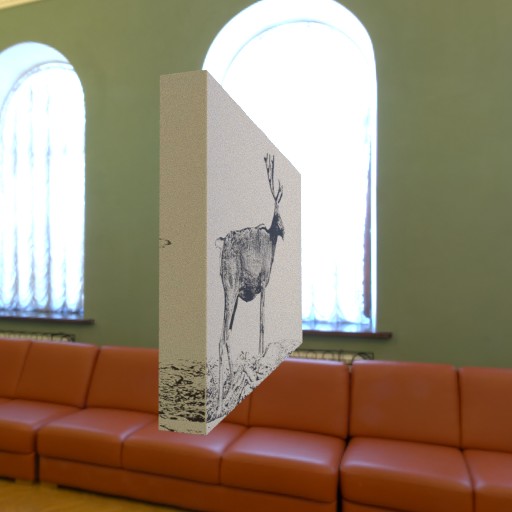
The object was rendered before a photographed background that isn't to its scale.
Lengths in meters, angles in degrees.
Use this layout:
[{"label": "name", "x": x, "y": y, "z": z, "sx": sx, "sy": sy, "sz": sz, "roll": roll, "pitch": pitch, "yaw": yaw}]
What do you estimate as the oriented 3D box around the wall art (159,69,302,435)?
[{"label": "wall art", "x": 0.000, "y": 0.000, "z": 0.501, "sx": 0.038, "sy": 0.259, "sz": 0.381, "roll": 0, "pitch": -1, "yaw": 16}]
